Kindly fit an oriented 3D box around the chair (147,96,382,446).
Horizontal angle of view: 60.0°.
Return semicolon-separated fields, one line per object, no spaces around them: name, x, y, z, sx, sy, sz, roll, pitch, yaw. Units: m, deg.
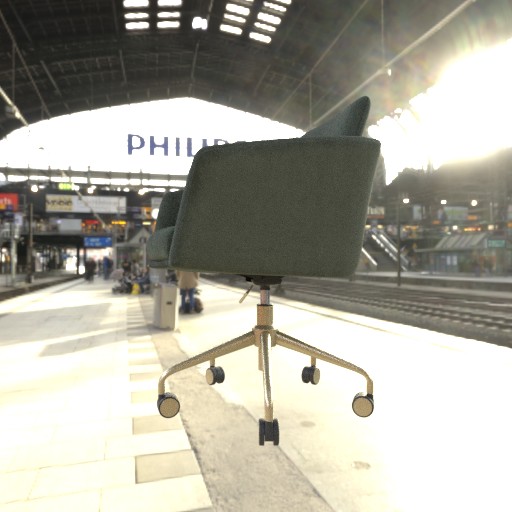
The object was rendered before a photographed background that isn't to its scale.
chair;0.000;0.000;1.346;0.635;0.908;0.641;0;-1;-19
